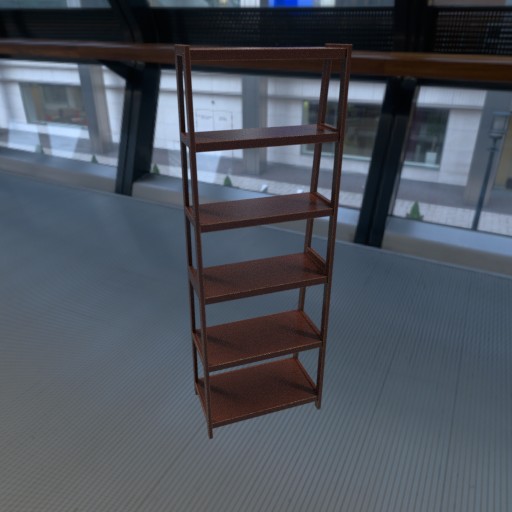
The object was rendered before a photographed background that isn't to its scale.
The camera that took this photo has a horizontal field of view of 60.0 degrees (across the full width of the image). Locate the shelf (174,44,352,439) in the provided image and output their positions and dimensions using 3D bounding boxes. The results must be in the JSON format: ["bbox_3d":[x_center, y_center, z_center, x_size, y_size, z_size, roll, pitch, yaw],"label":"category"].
[{"bbox_3d":[0.000,0.000,2.195,0.660,1.892,0.381,-9,28,-17],"label":"shelf"}]
